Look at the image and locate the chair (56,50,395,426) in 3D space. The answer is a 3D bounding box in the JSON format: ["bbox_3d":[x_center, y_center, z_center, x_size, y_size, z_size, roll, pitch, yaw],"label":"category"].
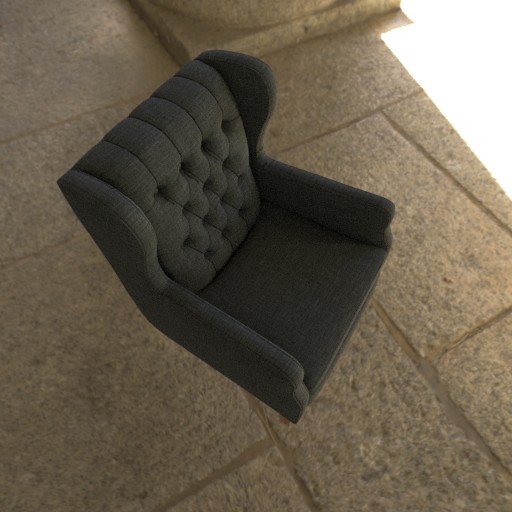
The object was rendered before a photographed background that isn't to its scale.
[{"bbox_3d":[0.000,0.000,1.470,0.775,0.953,0.711,27,62,16],"label":"chair"}]
